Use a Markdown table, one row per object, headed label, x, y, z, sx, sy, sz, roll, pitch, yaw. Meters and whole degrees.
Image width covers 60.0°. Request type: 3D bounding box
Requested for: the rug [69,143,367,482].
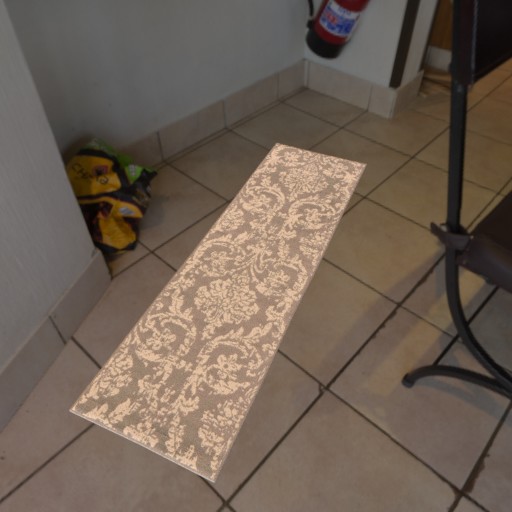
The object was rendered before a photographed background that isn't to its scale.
| label | x | y | z | sx | sy | sz | roll | pitch | yaw |
| --- | --- | --- | --- | --- | --- | --- | --- | --- | --- |
| rug | 0.000 | 0.000 | 2.382 | 0.662 | 0.011 | 2.196 | 18 | 48 | 17 |
